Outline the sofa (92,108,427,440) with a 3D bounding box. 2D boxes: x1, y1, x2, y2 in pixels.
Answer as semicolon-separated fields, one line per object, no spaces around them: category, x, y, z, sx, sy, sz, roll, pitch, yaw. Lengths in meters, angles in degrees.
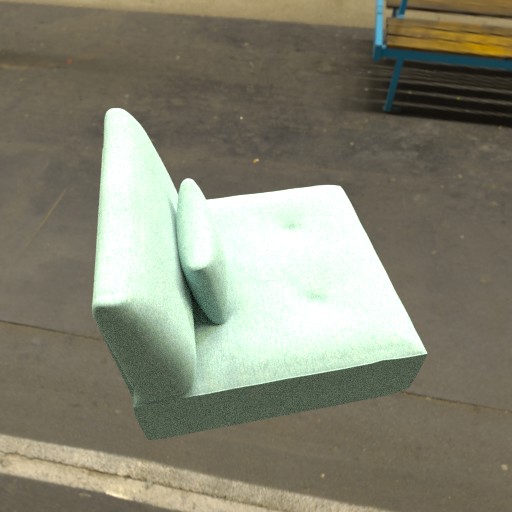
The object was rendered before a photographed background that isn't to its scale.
sofa;0.000;0.000;1.656;1.000;0.820;0.930;-8;48;-7
